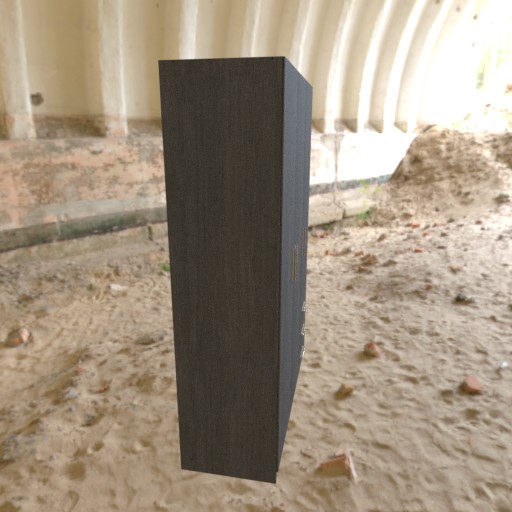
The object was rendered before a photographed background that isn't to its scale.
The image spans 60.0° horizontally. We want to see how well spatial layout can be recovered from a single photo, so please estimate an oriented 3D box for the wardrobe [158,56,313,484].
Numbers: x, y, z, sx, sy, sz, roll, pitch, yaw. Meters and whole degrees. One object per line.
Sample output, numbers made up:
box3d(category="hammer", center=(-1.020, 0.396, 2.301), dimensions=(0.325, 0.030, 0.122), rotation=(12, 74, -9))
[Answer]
box3d(category="wardrobe", center=(0.000, 0.000, 2.537), dimensions=(0.510, 1.910, 1.290), rotation=(3, 16, 11))
